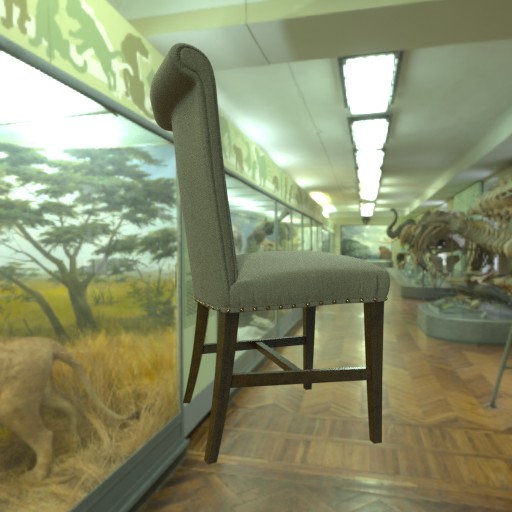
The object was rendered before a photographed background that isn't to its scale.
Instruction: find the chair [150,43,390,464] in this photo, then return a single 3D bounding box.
[{"bbox_3d":[0.000,0.000,1.320,0.608,0.988,0.513,0,1,-17],"label":"chair"}]
